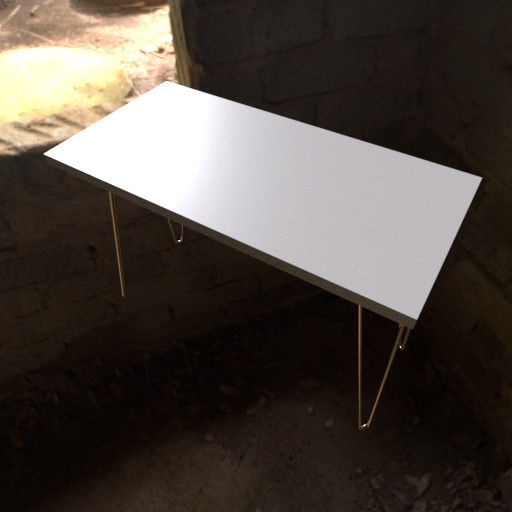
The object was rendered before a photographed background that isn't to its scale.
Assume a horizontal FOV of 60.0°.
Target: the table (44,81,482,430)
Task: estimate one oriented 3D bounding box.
[{"bbox_3d":[0.000,0.000,1.354,0.991,0.660,0.498,24,51,21],"label":"table"}]
